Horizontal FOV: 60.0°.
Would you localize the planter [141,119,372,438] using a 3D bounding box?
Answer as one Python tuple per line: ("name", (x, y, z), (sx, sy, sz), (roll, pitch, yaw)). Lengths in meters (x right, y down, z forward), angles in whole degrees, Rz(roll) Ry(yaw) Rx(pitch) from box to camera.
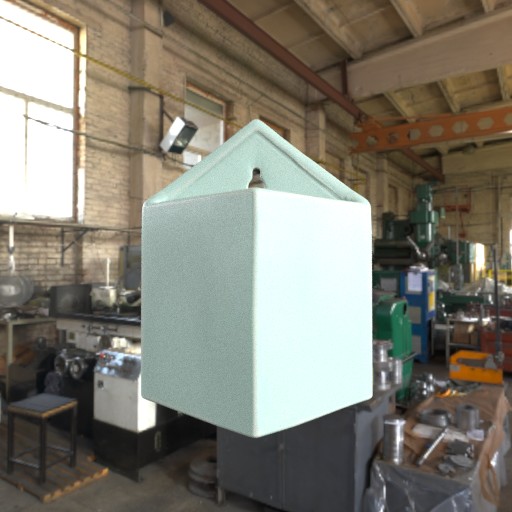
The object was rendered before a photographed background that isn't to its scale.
("planter", (0.000, 0.000, 0.279), (0.164, 0.197, 0.079), (0, -1, 0))
